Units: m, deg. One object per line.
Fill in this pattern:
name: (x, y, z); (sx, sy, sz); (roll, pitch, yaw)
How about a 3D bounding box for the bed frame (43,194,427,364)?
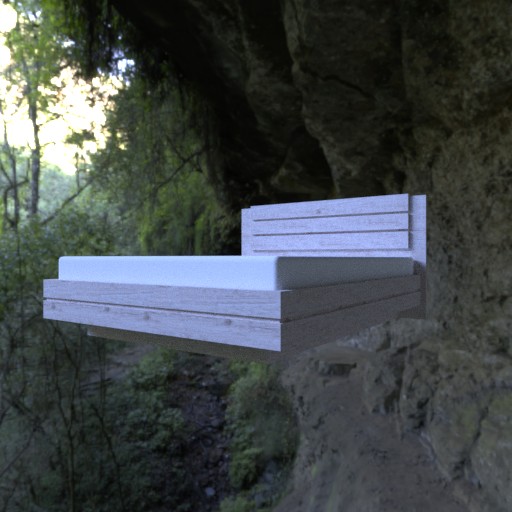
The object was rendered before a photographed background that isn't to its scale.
bed frame: (0.000, 0.000, 3.046); (1.750, 0.970, 2.080); (0, 0, 35)
